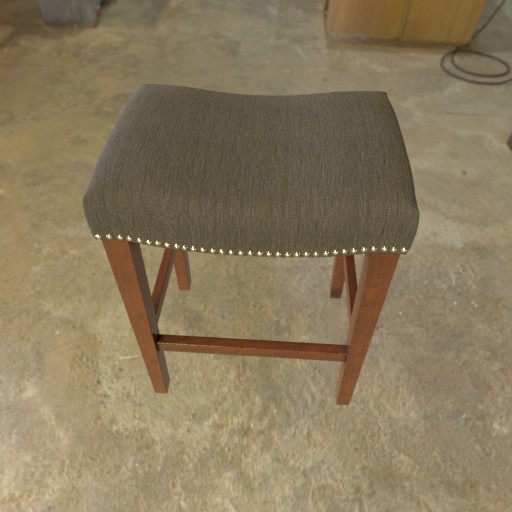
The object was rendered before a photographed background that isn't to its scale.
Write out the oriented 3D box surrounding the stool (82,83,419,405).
[{"bbox_3d":[0.000,0.000,0.977,0.504,0.654,0.372,3,47,3],"label":"stool"}]
